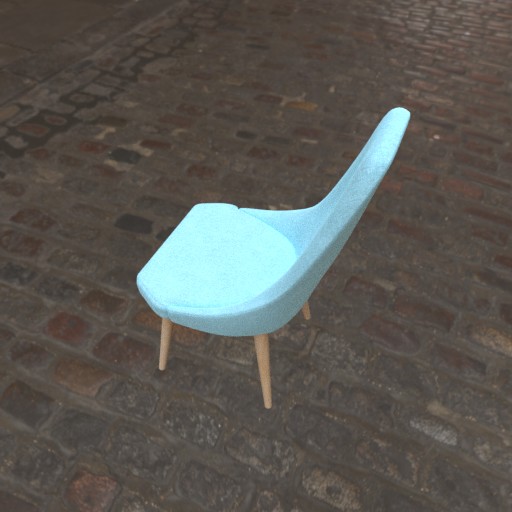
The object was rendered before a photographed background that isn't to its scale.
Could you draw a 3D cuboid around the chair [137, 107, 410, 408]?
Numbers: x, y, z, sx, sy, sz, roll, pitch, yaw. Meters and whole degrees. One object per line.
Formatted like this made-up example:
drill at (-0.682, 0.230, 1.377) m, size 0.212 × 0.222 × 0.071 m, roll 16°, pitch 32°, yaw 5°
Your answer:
chair at (0.000, 0.000, 1.370) m, size 0.660 × 1.040 × 0.510 m, roll 18°, pitch 50°, yaw 16°
